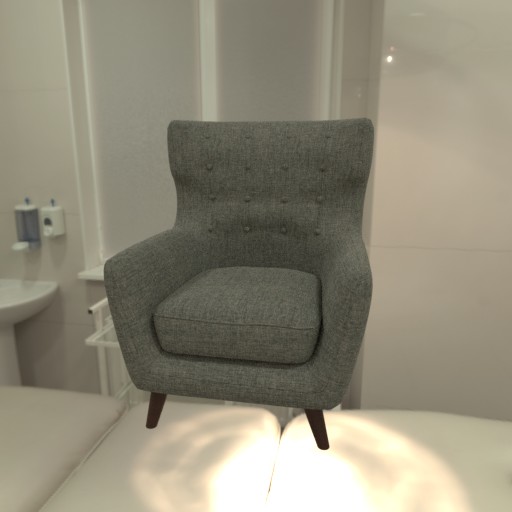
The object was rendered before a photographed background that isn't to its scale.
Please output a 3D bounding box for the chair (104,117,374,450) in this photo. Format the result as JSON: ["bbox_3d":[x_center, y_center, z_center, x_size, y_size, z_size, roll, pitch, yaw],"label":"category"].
[{"bbox_3d":[0.000,0.000,1.746,0.878,1.063,0.904,3,14,10],"label":"chair"}]
